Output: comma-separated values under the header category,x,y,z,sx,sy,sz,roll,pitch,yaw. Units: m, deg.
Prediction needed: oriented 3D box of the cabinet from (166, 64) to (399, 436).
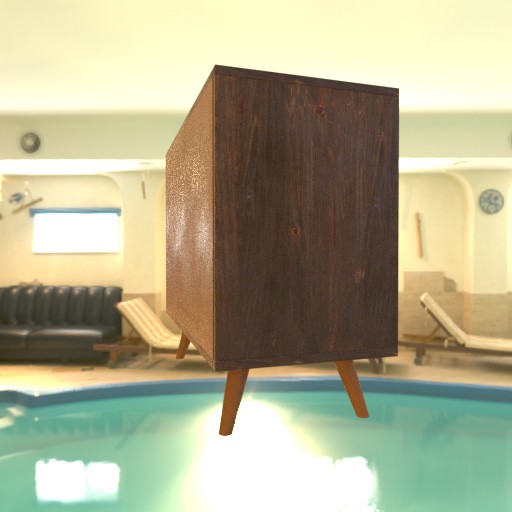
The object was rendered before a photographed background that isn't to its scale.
category,x,y,z,sx,sy,sz,roll,pitch,yaw
cabinet,0.000,0.000,1.590,0.529,0.897,1.023,0,1,-18
